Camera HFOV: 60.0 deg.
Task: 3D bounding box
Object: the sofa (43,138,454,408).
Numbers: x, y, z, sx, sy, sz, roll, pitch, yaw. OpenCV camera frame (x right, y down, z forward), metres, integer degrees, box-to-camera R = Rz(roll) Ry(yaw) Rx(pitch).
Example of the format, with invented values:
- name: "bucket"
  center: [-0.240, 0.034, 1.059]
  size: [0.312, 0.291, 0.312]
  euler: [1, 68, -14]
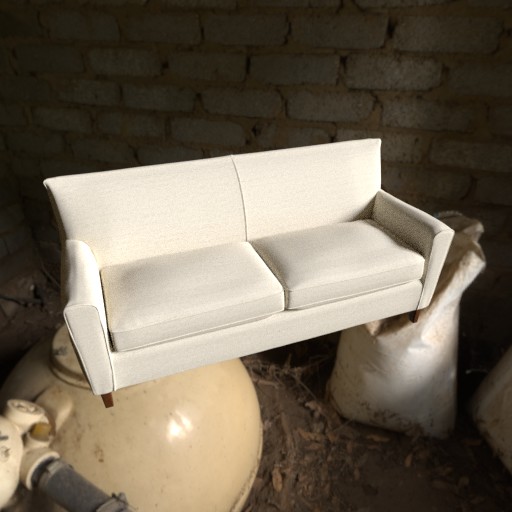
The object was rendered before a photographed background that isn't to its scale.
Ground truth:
- name: "sofa"
  center: [0.000, 0.000, 2.454]
  size: [2.001, 0.907, 0.841]
  euler: [-11, 33, -18]
